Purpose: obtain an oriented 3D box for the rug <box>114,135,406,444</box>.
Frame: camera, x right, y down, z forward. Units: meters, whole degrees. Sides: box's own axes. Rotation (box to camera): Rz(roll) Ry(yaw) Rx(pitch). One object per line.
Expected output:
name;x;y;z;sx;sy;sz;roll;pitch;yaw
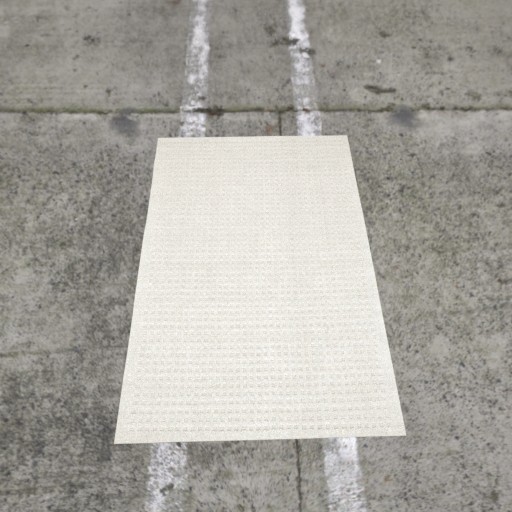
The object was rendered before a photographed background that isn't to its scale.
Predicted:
rug;0.000;0.000;2.929;1.523;0.006;2.289;-1;57;-1
